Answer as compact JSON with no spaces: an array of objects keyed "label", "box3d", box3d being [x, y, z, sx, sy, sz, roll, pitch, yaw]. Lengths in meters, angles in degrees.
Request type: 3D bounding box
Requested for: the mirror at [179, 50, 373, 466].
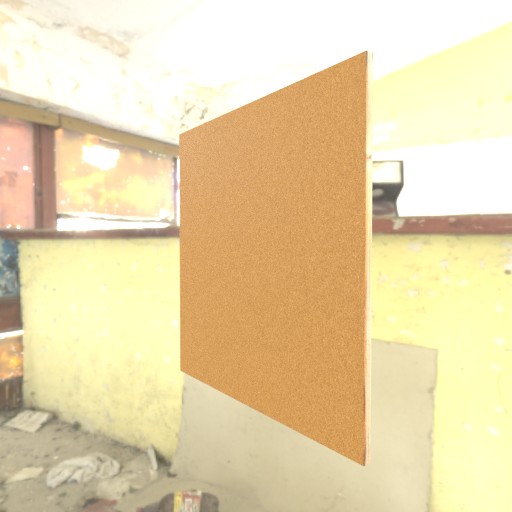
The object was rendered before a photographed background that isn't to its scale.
[{"label":"mirror","box3d":[0.000,0.000,1.200,0.061,0.804,0.804,-1,2,-36]}]
